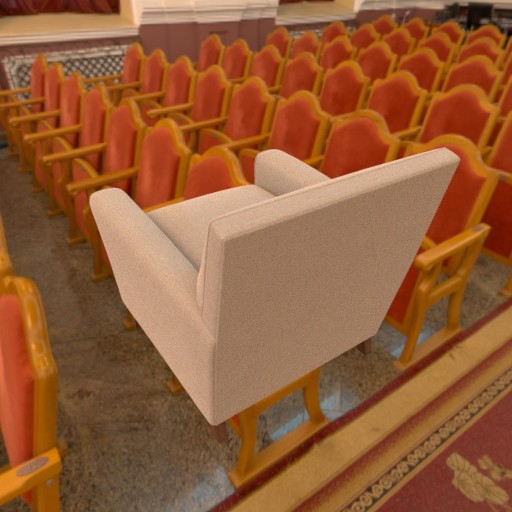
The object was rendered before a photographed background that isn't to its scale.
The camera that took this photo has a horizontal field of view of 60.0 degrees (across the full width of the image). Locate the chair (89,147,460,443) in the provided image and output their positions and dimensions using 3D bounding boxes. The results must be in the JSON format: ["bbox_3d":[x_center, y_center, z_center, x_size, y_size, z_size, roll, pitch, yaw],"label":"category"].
[{"bbox_3d":[0.000,0.000,1.546,0.840,0.846,0.871,-21,38,-29],"label":"chair"}]
